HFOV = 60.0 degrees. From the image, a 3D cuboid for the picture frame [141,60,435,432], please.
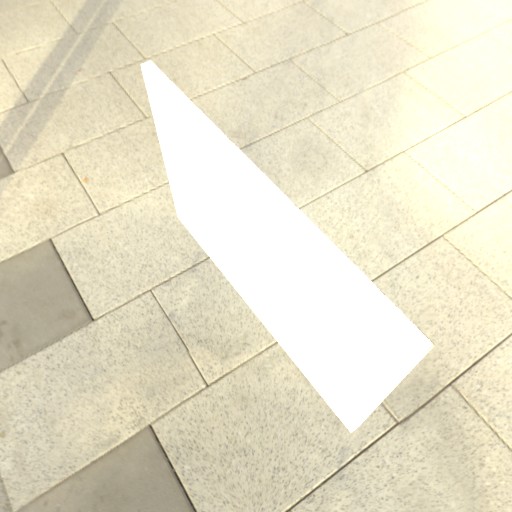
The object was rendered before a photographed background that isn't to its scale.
[{"bbox_3d":[0.000,0.000,1.197,0.029,0.640,0.950,-32,63,-18],"label":"picture frame"}]
